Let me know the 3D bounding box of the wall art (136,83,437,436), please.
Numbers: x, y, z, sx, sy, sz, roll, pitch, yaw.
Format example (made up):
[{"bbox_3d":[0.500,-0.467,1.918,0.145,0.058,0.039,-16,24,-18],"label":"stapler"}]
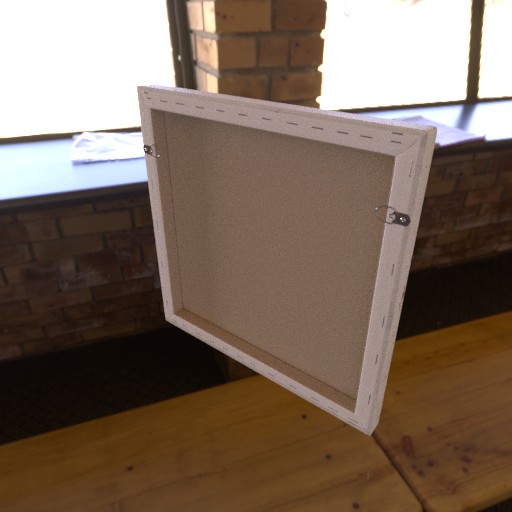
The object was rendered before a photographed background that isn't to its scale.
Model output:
[{"bbox_3d":[0.000,0.000,0.914,0.610,0.611,0.040,21,36,32],"label":"wall art"}]
